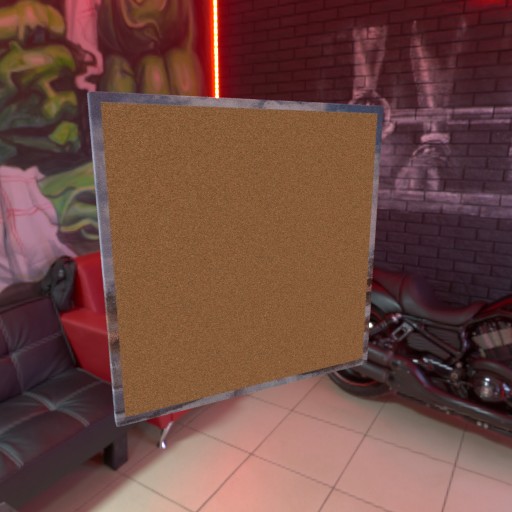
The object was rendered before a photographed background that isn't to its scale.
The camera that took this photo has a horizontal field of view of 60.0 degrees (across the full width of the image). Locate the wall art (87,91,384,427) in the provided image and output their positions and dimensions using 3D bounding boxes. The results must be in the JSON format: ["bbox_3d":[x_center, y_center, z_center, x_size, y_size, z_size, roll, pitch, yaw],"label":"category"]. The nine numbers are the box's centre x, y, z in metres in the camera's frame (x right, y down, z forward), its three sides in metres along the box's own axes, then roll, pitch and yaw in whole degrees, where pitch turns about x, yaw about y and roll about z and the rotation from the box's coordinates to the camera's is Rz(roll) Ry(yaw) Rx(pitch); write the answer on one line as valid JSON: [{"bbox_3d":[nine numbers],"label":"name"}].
[{"bbox_3d":[0.000,0.000,1.532,1.010,1.020,0.040,-6,15,-25],"label":"wall art"}]
